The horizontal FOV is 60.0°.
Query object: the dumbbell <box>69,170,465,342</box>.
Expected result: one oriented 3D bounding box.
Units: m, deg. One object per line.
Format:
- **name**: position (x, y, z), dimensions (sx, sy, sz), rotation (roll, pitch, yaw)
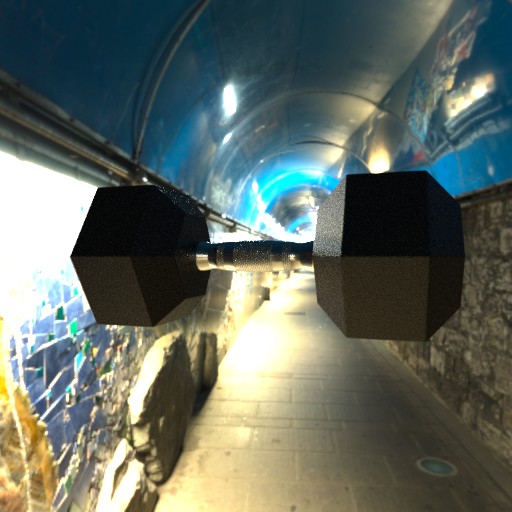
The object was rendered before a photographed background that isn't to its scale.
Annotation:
- **dumbbell**: position (0.000, 0.000, 0.434), dimensions (0.361, 0.137, 0.157), rotation (0, 0, 17)
